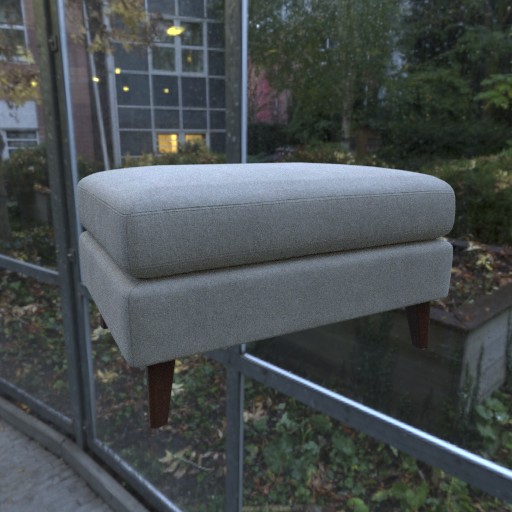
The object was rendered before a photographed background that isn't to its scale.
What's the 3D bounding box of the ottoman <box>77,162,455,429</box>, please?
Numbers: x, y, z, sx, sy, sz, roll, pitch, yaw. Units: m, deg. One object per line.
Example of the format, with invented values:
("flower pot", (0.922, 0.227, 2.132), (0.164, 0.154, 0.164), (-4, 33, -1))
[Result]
("ottoman", (0.000, 0.000, 1.192), (0.823, 0.478, 0.610), (-7, 16, -27))
